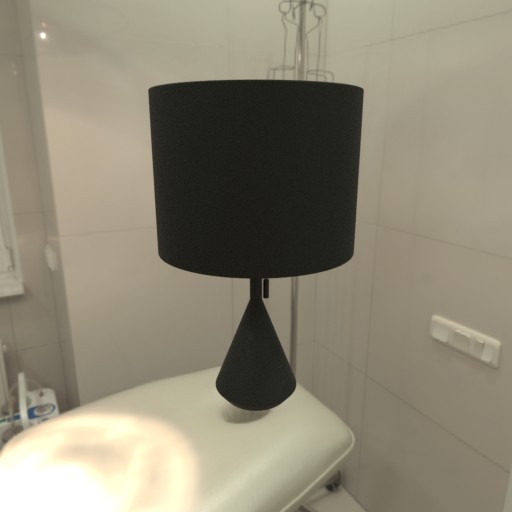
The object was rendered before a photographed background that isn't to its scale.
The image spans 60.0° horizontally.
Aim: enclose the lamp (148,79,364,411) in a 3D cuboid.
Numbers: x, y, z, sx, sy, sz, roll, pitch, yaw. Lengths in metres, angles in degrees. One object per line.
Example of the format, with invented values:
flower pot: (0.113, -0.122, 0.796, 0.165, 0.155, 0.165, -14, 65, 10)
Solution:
lamp: (0.000, 0.000, 0.835, 0.359, 0.584, 0.359, -8, 18, -27)
